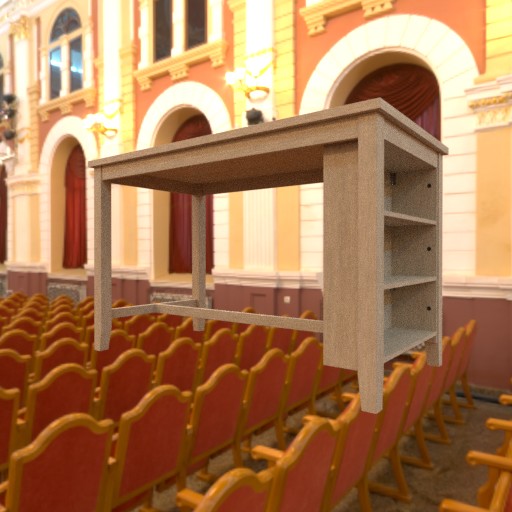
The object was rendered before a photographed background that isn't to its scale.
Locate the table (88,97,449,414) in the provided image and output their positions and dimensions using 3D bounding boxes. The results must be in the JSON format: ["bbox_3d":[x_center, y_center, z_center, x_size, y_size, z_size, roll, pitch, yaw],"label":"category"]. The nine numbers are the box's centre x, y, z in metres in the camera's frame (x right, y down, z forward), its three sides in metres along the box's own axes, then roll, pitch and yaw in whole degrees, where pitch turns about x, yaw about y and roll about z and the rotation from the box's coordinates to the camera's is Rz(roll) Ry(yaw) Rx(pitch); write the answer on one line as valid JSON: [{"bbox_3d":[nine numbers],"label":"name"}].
[{"bbox_3d":[0.000,0.000,1.921,1.397,0.874,0.729,0,1,37],"label":"table"}]
